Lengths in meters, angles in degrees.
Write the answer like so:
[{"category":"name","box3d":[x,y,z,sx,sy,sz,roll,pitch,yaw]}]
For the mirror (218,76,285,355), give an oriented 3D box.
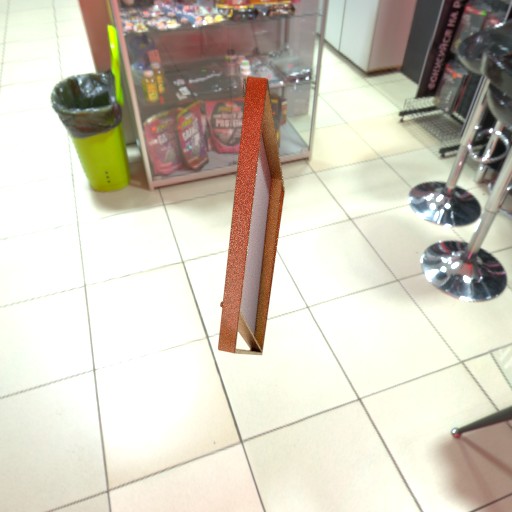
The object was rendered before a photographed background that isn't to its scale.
[{"category":"mirror","box3d":[0.000,0.000,0.829,0.032,0.679,0.419,10,47,9]}]
